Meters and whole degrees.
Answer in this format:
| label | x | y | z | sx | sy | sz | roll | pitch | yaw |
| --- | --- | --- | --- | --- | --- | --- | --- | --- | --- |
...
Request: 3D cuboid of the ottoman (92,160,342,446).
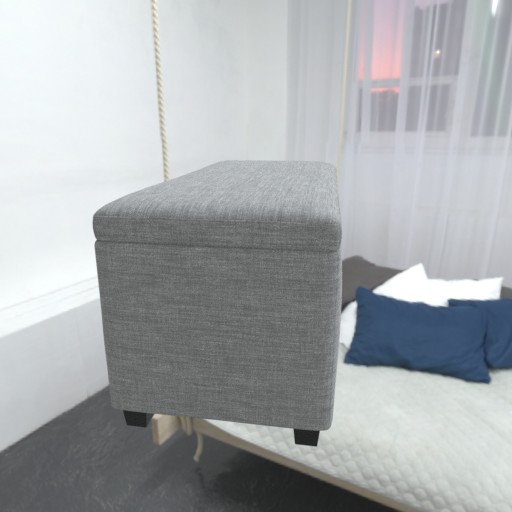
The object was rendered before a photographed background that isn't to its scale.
| label | x | y | z | sx | sy | sz | roll | pitch | yaw |
| --- | --- | --- | --- | --- | --- | --- | --- | --- | --- |
| ottoman | 0.000 | 0.000 | 1.141 | 0.419 | 0.432 | 0.902 | 3 | 17 | 9 |
